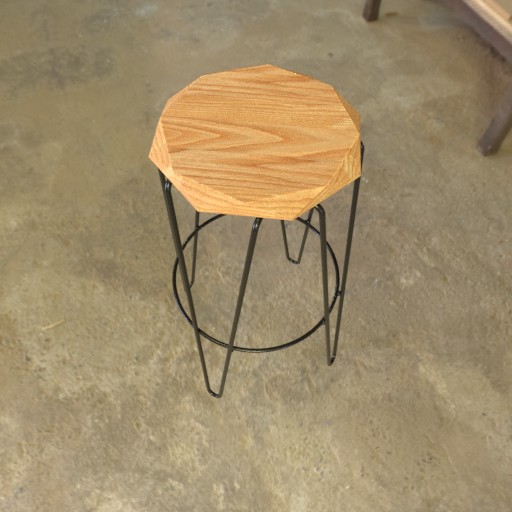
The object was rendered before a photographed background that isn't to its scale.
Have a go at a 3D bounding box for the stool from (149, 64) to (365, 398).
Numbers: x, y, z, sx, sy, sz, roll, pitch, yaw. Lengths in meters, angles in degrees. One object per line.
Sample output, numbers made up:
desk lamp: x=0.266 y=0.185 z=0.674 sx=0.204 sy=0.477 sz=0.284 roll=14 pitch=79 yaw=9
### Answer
stool: x=0.000 y=0.000 z=0.814 sx=0.326 sy=0.610 sz=0.326 roll=-13 pitch=59 yaw=-8
